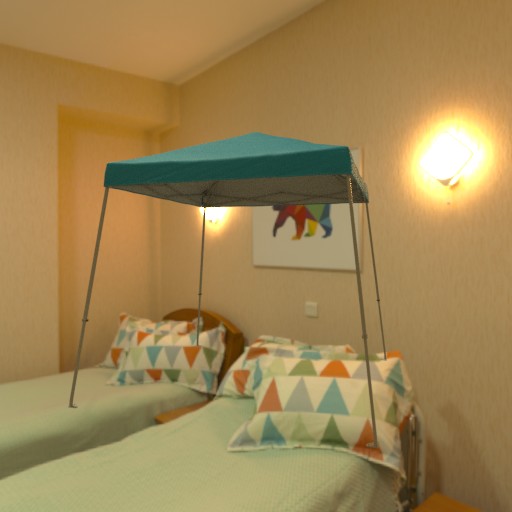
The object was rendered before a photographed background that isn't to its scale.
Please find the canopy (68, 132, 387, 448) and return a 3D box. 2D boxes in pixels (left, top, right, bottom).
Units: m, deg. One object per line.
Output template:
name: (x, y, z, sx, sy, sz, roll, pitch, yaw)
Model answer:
canopy: (0.000, 0.000, 6.466, 3.600, 3.600, 3.599, 0, 1, 18)
